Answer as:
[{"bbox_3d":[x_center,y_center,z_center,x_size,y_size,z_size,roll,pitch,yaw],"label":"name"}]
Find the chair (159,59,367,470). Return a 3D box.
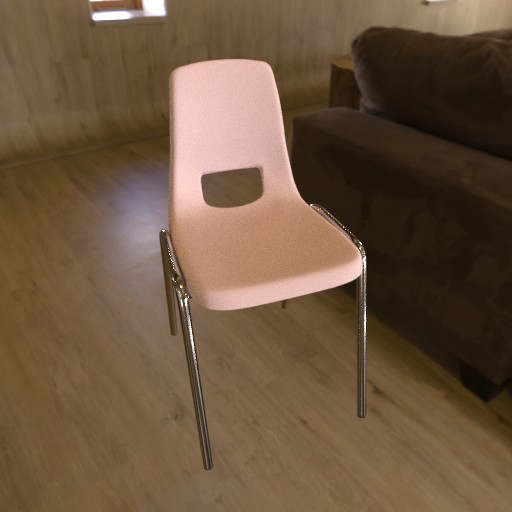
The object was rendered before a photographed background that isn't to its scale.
[{"bbox_3d":[0.000,0.000,0.935,0.381,0.704,0.436,-11,35,-17],"label":"chair"}]
